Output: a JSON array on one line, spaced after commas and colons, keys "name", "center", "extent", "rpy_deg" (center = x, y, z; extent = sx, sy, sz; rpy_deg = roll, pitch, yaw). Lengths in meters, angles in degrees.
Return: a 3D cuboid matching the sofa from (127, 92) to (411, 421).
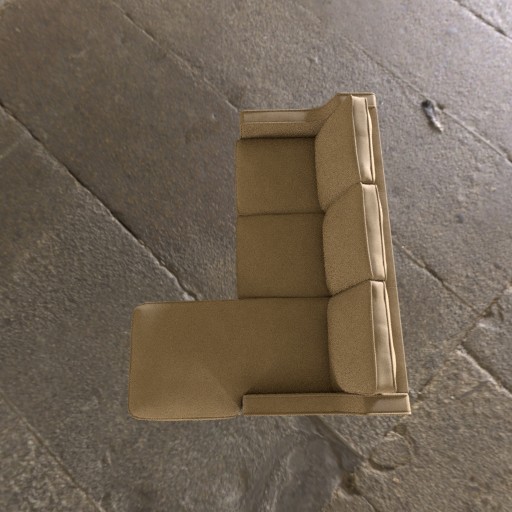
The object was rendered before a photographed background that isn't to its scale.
[{"name": "sofa", "center": [0.000, 0.000, 3.337], "extent": [1.858, 1.066, 2.317], "rpy_deg": [-1, 74, 0]}]
